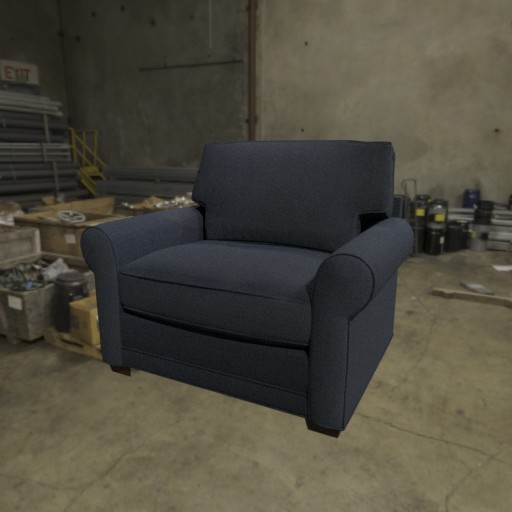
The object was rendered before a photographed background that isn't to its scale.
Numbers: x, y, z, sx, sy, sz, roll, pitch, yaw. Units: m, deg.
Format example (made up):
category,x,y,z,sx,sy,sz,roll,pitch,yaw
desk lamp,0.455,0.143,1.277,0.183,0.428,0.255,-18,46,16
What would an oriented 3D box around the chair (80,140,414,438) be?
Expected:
category,x,y,z,sx,sy,sz,roll,pitch,yaw
chair,0.000,0.000,2.043,1.285,1.044,0.963,7,15,26
